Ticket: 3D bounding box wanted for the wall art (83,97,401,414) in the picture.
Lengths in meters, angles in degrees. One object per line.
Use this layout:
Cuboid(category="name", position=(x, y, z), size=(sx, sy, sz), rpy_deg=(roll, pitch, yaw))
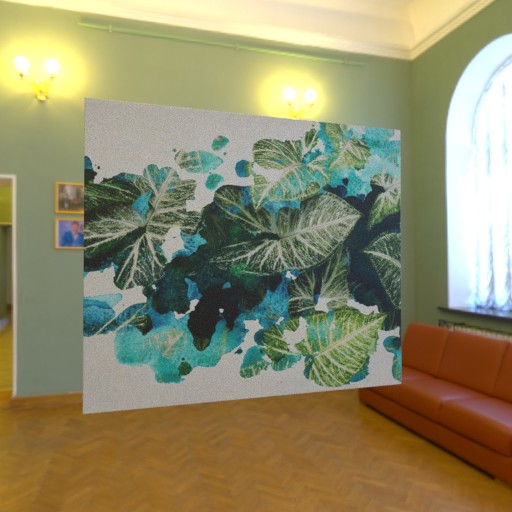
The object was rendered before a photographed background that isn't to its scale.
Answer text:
Cuboid(category="wall art", position=(0.000, 0.000, 0.702), size=(0.507, 0.435, 0.041), rpy_deg=(0, -1, -17))
